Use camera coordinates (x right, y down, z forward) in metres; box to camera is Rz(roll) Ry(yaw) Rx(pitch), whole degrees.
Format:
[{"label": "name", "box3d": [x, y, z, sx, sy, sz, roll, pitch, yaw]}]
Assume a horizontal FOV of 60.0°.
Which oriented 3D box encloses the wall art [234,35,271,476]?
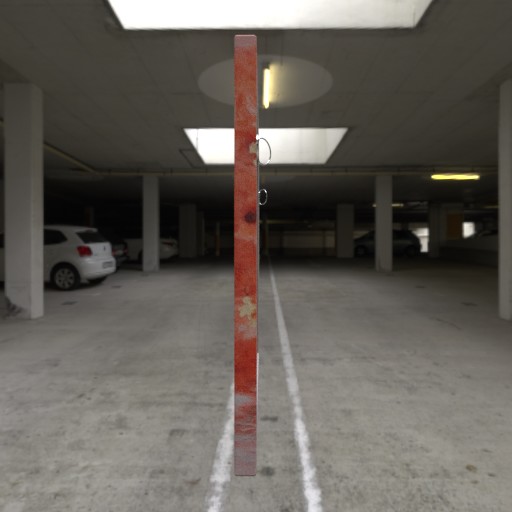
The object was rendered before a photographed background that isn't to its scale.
[{"label": "wall art", "box3d": [0.000, 0.000, 1.119, 0.064, 0.746, 0.747, 0, 0, 1]}]
